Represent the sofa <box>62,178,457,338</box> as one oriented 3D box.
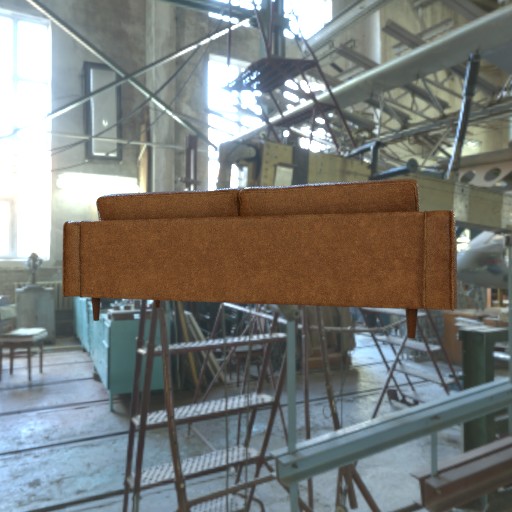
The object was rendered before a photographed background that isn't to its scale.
[{"bbox_3d":[0.000,0.000,2.725,2.199,0.779,0.886,0,0,18],"label":"sofa"}]
